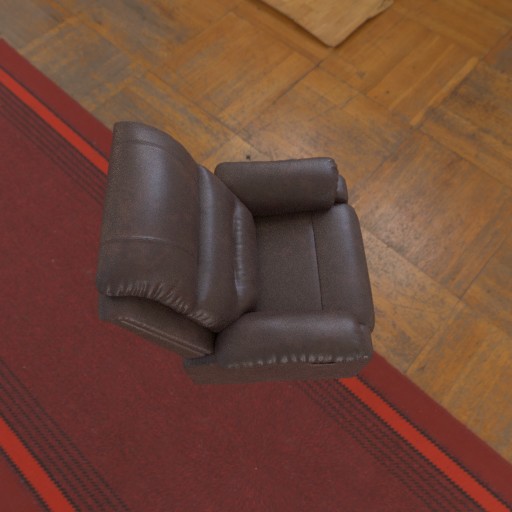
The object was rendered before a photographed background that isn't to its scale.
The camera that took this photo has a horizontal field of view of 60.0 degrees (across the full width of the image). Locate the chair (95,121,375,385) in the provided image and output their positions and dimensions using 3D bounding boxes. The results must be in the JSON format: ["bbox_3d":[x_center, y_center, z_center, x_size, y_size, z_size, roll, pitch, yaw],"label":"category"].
[{"bbox_3d":[0.000,0.000,1.699,0.919,0.992,0.855,-2,64,-1],"label":"chair"}]
